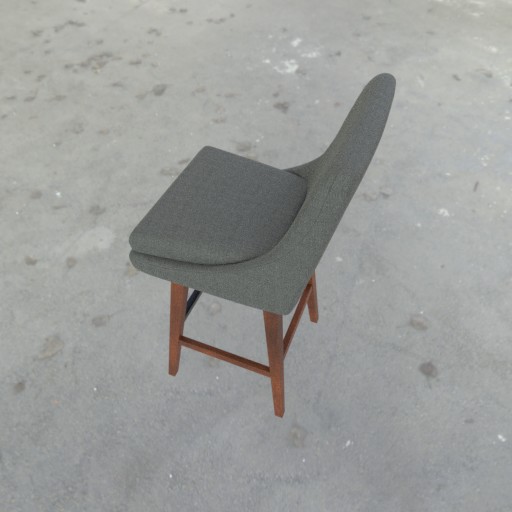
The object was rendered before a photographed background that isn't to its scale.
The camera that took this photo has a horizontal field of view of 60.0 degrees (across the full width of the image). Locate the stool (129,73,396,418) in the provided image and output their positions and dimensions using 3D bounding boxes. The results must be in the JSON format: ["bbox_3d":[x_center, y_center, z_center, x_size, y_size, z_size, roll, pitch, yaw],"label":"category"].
[{"bbox_3d":[0.000,0.000,1.248,0.524,0.977,0.447,16,50,15],"label":"stool"}]
